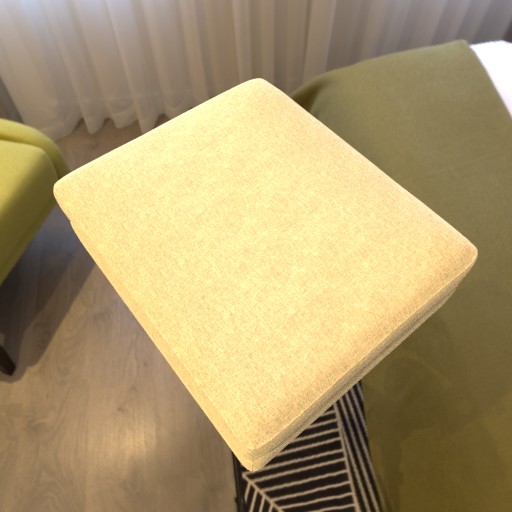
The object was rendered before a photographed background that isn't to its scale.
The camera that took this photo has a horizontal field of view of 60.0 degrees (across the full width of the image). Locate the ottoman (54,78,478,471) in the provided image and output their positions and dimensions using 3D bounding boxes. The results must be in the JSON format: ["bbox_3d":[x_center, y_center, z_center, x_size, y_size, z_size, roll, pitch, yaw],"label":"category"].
[{"bbox_3d":[0.000,0.000,1.206,0.693,0.474,0.821,-35,65,-19],"label":"ottoman"}]
